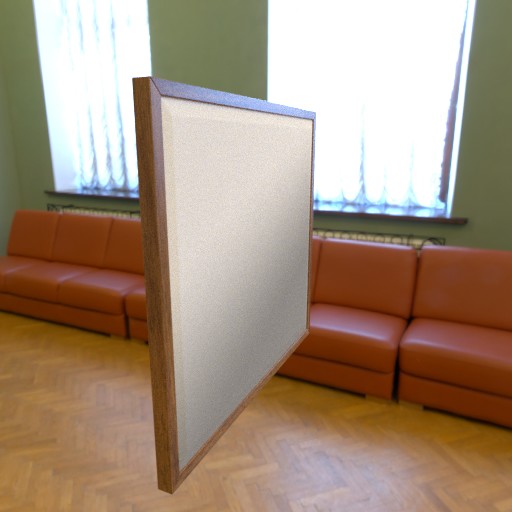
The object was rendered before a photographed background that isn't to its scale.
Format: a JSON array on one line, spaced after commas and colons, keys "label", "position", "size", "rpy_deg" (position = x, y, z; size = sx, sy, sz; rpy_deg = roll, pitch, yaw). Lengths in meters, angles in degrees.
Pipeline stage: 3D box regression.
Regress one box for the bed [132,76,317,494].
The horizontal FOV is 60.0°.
[{"label": "bed", "position": [0.000, 0.000, 1.413], "size": [0.043, 0.940, 1.041], "rpy_deg": [6, 15, 24]}]
